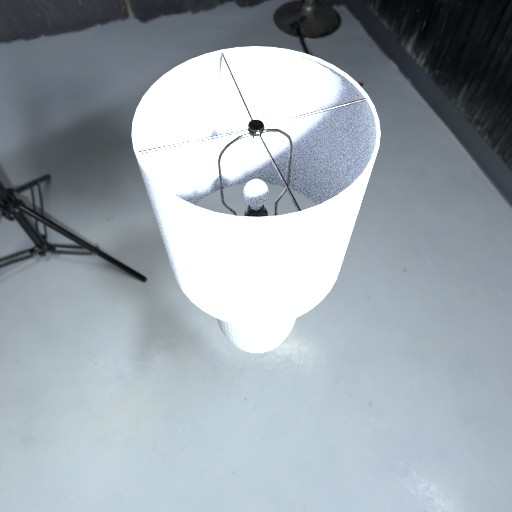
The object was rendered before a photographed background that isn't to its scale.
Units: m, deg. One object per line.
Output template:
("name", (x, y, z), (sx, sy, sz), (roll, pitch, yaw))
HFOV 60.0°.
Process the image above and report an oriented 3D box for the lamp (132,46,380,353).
("lamp", (0.000, 0.000, 0.582), (0.217, 0.453, 0.217), (-16, 60, -10))
